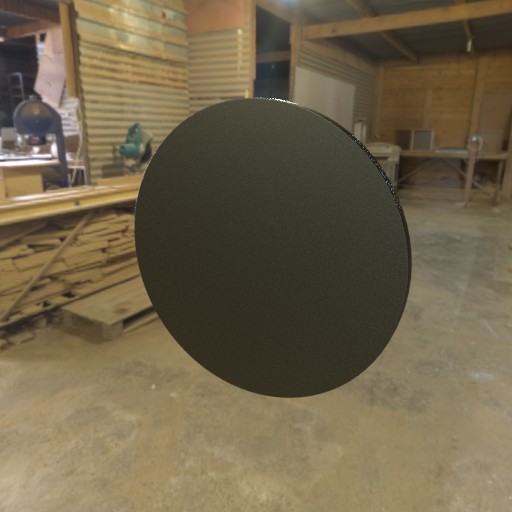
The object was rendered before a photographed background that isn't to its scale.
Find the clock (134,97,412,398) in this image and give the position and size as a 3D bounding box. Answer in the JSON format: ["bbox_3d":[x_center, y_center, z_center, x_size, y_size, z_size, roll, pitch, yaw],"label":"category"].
[{"bbox_3d":[0.000,0.000,0.676,0.454,0.454,0.038,9,18,27],"label":"clock"}]
